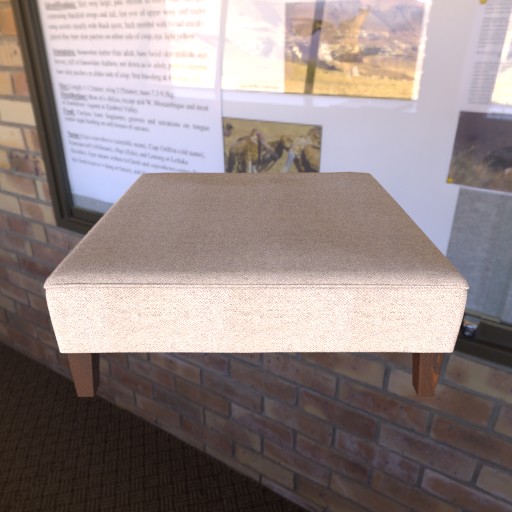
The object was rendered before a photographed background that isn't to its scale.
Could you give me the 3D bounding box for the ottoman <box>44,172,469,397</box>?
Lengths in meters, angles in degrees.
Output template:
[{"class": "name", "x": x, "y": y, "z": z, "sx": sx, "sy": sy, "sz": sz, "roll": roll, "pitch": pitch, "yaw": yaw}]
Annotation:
[{"class": "ottoman", "x": 0.000, "y": 0.000, "z": 1.496, "sx": 0.982, "sy": 0.381, "sz": 0.973, "roll": 0, "pitch": 25, "yaw": 0}]
